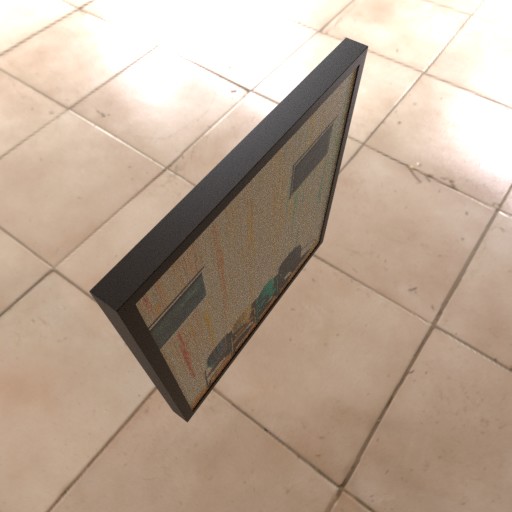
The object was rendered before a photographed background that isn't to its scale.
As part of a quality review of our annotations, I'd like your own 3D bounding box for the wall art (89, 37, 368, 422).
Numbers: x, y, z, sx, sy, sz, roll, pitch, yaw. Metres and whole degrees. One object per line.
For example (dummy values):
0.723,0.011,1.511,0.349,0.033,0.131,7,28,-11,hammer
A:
0.000,0.000,0.745,0.037,0.506,0.506,31,63,18,wall art
